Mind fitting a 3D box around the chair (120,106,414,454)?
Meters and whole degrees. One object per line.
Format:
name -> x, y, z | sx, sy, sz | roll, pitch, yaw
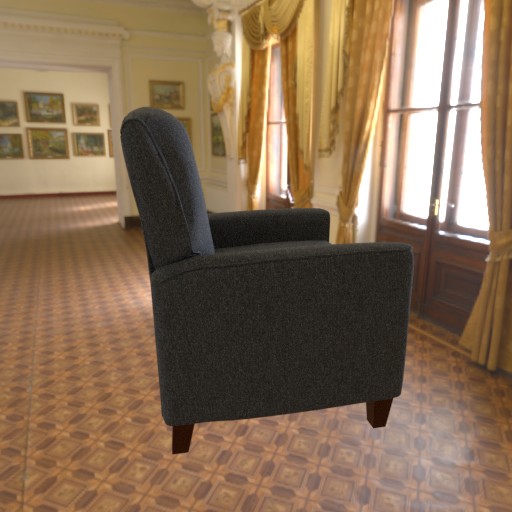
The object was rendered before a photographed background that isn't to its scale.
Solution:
chair -> 0.000, 0.000, 1.622 | 0.850, 1.016, 0.839 | -3, 15, -11
